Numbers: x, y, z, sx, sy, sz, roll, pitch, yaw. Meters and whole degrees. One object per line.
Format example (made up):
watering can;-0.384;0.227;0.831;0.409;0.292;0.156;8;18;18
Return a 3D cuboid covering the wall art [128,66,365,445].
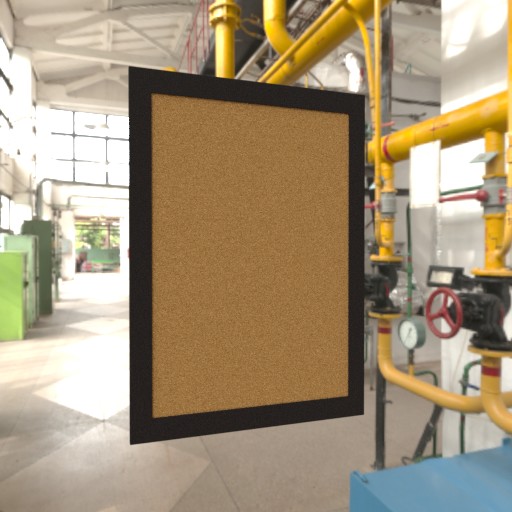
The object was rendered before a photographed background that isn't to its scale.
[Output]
wall art;0.000;0.000;0.680;0.374;0.529;0.012;0;1;-18
